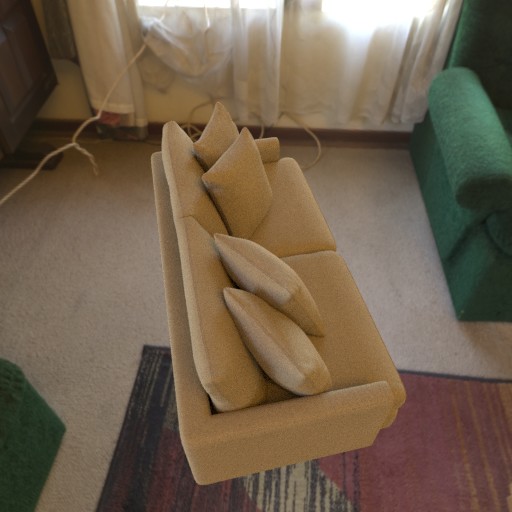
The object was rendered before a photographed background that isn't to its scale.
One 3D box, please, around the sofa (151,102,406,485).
[{"bbox_3d":[0.000,0.000,2.968,1.228,1.084,2.380,-9,49,-8],"label":"sofa"}]
